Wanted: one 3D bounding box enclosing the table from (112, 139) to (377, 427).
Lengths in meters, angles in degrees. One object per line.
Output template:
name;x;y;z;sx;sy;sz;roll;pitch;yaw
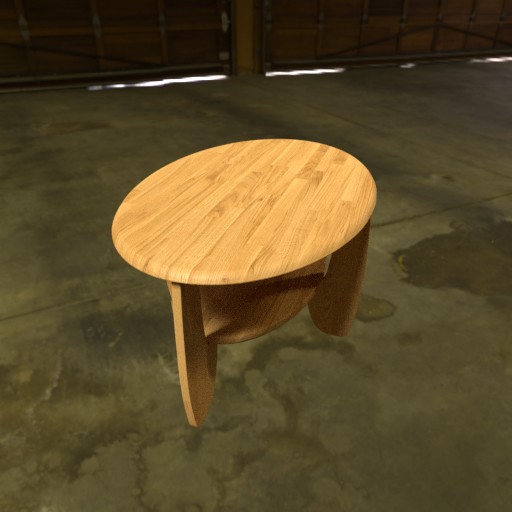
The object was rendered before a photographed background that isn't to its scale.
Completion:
table;0.000;0.000;1.421;0.690;0.490;1.040;10;31;16
